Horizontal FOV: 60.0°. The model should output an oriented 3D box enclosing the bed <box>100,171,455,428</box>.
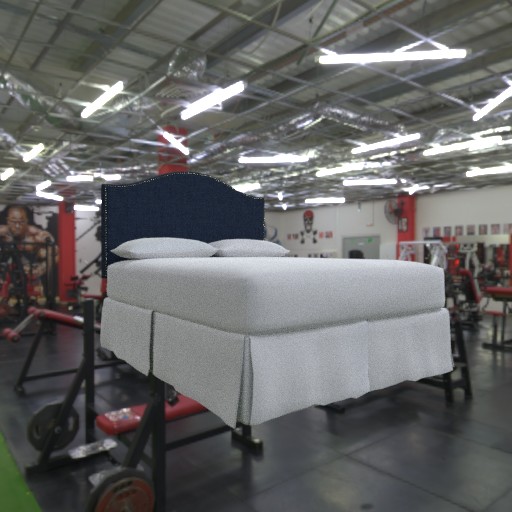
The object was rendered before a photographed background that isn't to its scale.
[{"bbox_3d":[0.000,0.000,3.233,1.725,1.518,2.153,-1,1,-36],"label":"bed"}]
